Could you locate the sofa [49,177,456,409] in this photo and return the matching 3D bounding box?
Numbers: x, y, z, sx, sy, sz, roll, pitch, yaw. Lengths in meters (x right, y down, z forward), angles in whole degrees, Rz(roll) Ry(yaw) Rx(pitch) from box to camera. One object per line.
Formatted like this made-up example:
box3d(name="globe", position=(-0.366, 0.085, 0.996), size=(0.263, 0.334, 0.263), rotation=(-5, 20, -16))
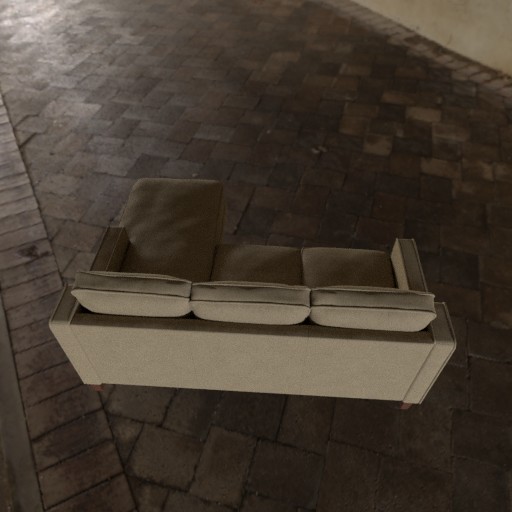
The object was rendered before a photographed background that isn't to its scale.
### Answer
box3d(name="sofa", position=(0.000, 0.000, 3.346), size=(2.317, 1.066, 1.858), rotation=(3, 47, 2))
